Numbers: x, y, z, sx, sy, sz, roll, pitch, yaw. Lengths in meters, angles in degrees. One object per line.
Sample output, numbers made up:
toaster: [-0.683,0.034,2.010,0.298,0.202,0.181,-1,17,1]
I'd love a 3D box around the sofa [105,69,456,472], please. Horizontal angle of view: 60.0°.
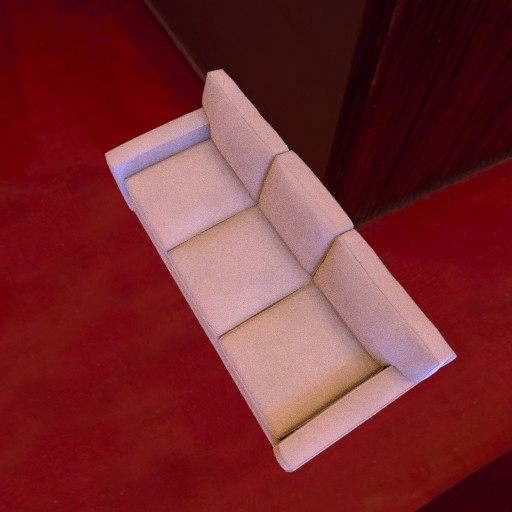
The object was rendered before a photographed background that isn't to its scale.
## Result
sofa: [0.000,0.000,2.564,0.935,0.862,2.088,-29,68,-13]
